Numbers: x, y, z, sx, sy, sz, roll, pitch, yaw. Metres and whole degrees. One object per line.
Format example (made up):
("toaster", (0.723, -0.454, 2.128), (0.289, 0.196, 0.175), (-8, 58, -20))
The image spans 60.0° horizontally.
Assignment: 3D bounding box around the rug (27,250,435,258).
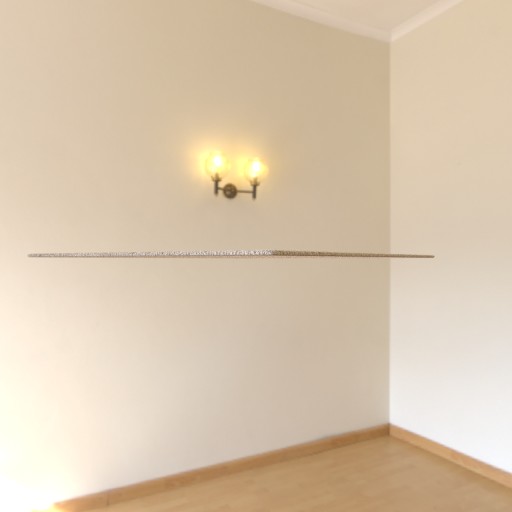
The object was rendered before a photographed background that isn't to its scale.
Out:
("rug", (0.000, 0.000, 4.136), (2.438, 0.029, 3.047), (0, -1, 36))
